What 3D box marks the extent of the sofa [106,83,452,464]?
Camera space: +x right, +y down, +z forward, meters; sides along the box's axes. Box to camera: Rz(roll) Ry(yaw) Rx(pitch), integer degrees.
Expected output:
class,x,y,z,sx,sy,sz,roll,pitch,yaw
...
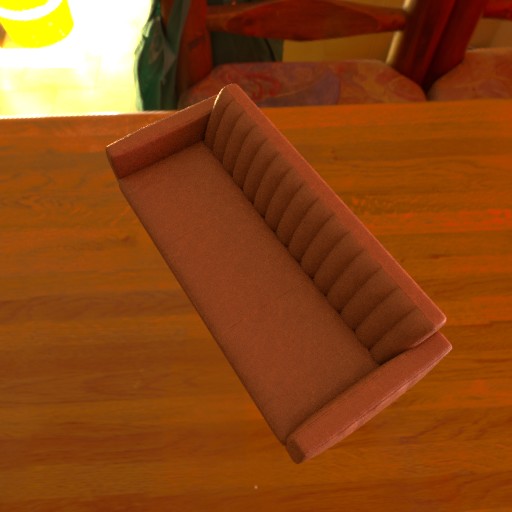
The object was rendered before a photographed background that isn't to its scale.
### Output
class,x,y,z,sx,sy,sz,roll,pitch,yaw
sofa,0.000,0.000,2.796,0.990,0.821,2.291,-30,66,-15
